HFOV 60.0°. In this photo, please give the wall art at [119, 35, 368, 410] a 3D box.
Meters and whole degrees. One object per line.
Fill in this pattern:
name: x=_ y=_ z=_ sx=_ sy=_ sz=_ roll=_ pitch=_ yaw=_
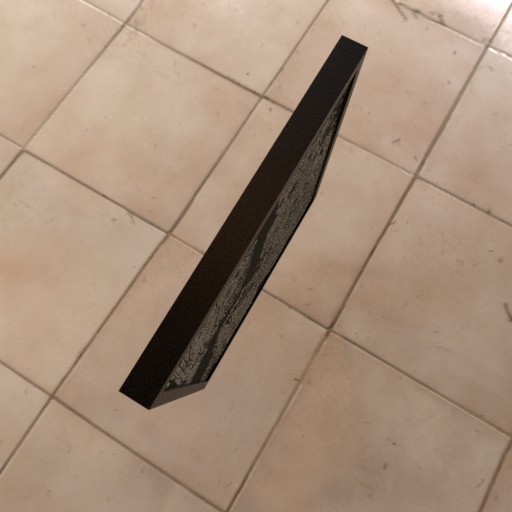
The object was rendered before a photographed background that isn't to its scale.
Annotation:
wall art: x=0.000 y=0.000 z=0.757 sx=0.038 sy=0.506 sz=0.506 roll=29 pitch=78 yaw=7
